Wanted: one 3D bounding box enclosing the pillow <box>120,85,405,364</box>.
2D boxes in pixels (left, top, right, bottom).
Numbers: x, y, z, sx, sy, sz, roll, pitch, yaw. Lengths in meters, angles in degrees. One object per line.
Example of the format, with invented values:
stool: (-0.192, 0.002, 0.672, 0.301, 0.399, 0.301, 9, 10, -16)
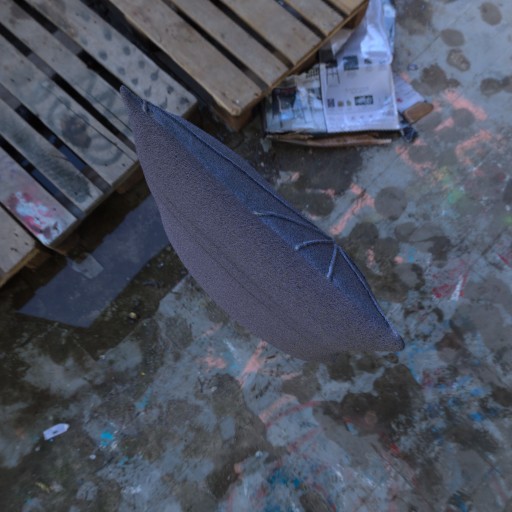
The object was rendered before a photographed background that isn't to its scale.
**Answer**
pillow: (0.000, 0.000, 0.683, 0.439, 0.440, 0.183, 44, 80, 10)
